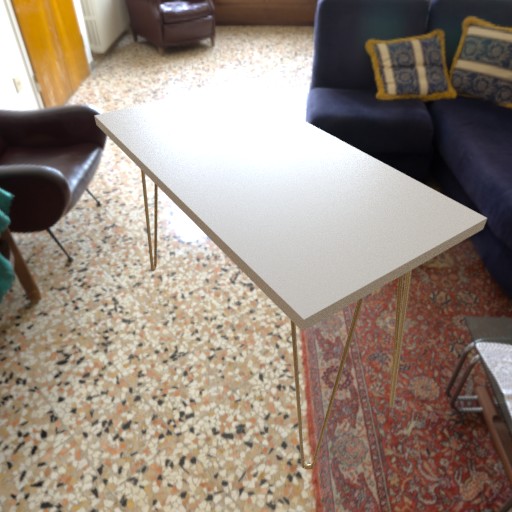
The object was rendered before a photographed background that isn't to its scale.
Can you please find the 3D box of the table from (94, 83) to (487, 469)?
[{"bbox_3d":[0.000,0.000,1.348,0.498,0.660,0.991,-24,46,-26],"label":"table"}]
